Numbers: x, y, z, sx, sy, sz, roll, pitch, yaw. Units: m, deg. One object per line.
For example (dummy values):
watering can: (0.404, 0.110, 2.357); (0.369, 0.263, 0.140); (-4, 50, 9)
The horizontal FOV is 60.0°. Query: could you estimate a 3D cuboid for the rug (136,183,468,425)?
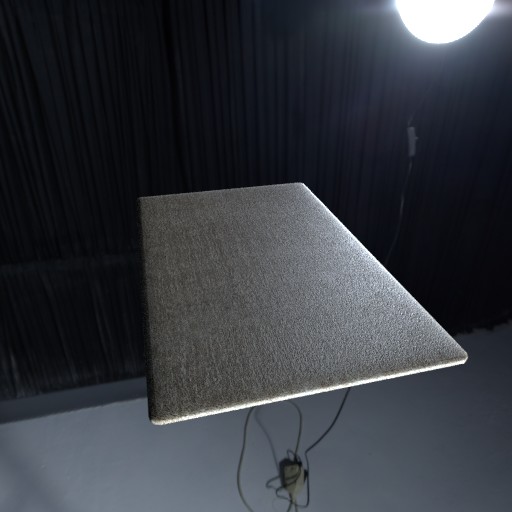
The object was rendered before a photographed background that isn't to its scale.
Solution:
rug: (0.000, 0.000, 3.015); (1.539, 0.024, 2.469); (-7, 31, -12)
